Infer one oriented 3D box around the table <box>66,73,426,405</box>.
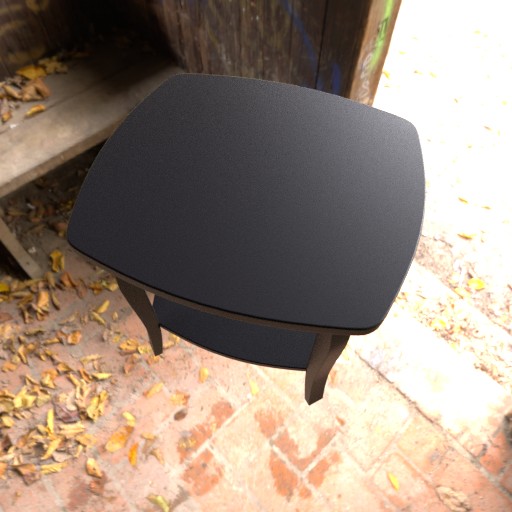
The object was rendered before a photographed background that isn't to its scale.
[{"bbox_3d":[0.000,0.000,0.868,0.508,0.457,0.457,15,59,9],"label":"table"}]
